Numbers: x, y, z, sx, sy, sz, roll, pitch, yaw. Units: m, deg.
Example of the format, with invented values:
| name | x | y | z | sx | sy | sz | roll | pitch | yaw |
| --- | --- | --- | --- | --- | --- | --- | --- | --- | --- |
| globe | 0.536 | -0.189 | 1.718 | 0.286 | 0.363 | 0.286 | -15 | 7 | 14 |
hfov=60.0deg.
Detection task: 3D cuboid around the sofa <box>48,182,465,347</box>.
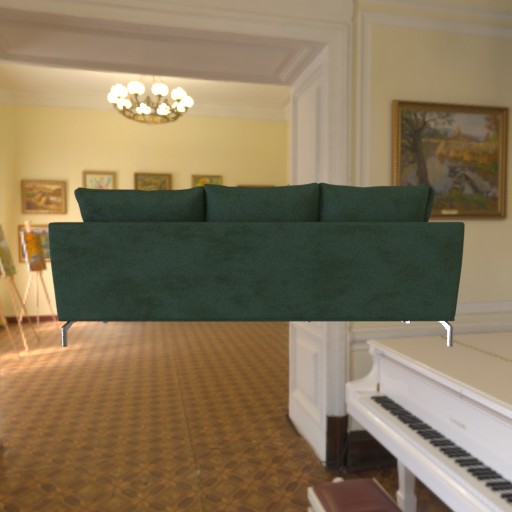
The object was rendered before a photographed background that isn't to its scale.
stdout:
| name | x | y | z | sx | sy | sz | roll | pitch | yaw |
| --- | --- | --- | --- | --- | --- | --- | --- | --- | --- |
| sofa | 0.000 | 0.000 | 3.822 | 2.452 | 1.004 | 2.468 | 0 | 2 | 0 |
